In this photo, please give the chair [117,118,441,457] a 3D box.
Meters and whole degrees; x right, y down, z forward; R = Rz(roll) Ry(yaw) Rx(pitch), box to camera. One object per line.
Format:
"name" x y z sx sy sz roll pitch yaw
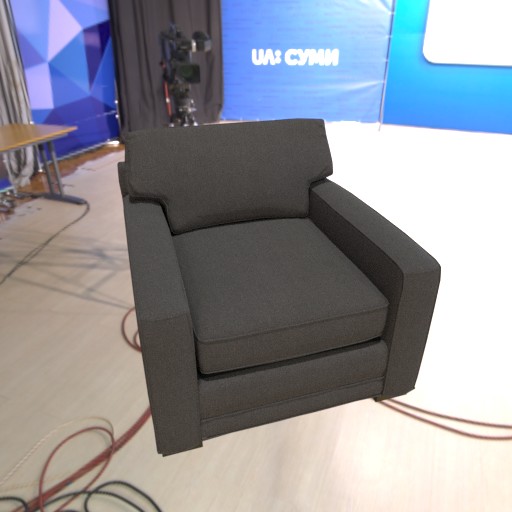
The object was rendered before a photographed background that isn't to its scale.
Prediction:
"chair" 0.000 0.000 1.820 0.997 0.913 1.043 -9 30 -15
